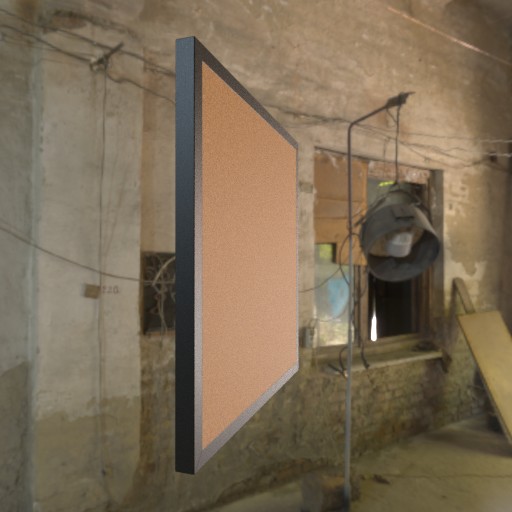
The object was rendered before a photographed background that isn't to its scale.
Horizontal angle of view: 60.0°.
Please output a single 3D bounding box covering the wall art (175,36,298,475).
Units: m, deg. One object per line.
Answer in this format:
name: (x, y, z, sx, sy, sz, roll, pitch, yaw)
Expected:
wall art: (0.000, 0.000, 1.139, 0.038, 0.765, 0.765, 0, 0, 19)
